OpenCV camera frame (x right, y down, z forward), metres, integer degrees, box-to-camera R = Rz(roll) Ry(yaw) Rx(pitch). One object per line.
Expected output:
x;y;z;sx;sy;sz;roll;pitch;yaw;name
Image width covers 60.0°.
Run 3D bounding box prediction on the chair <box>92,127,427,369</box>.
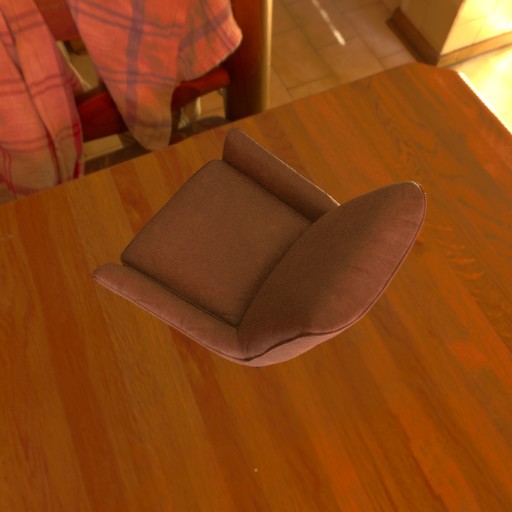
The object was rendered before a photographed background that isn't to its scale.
0.000;0.000;1.527;0.824;0.888;0.787;33;69;15;chair
